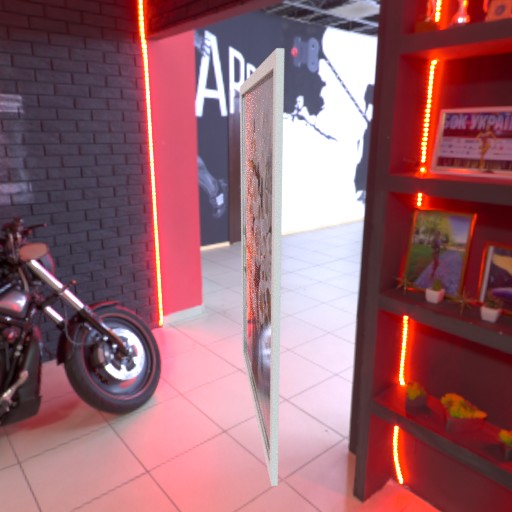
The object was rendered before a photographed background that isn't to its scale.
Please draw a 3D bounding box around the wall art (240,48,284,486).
[{"bbox_3d":[0.000,0.000,1.253,0.015,0.965,0.660,-2,15,-7],"label":"wall art"}]
